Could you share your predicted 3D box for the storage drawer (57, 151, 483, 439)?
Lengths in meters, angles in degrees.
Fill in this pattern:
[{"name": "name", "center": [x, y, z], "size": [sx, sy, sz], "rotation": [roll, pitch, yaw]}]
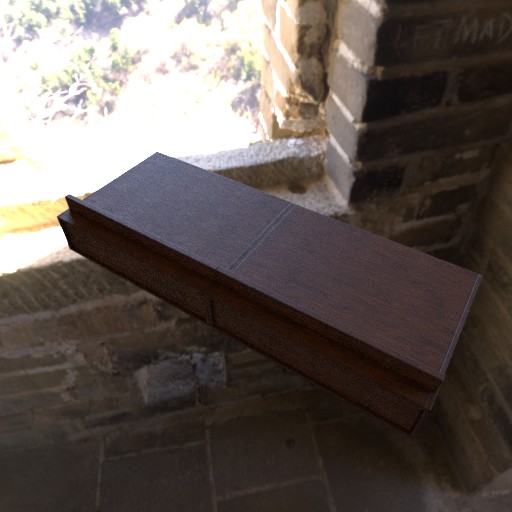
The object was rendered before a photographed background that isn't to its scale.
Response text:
[{"name": "storage drawer", "center": [0.000, 0.000, 2.174], "size": [1.914, 0.339, 0.774], "rotation": [24, 49, 23]}]
